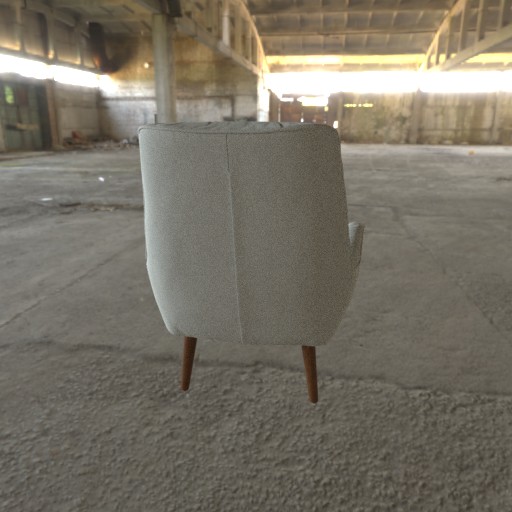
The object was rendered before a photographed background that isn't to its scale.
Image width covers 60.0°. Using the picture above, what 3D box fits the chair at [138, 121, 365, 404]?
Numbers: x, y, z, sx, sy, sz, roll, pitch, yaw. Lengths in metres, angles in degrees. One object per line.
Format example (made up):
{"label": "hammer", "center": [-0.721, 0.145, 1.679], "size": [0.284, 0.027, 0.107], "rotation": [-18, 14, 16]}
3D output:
{"label": "chair", "center": [0.000, 0.000, 1.537], "size": [0.787, 0.888, 0.822], "rotation": [3, 17, 9]}
